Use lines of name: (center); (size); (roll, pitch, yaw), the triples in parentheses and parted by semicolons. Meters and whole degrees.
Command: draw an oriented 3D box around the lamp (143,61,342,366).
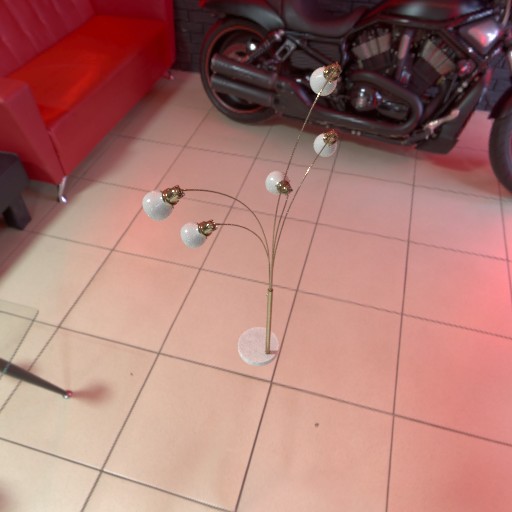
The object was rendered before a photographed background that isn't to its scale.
lamp: (0.000, 0.000, 3.009); (1.405, 2.423, 0.361); (-33, 55, -27)
